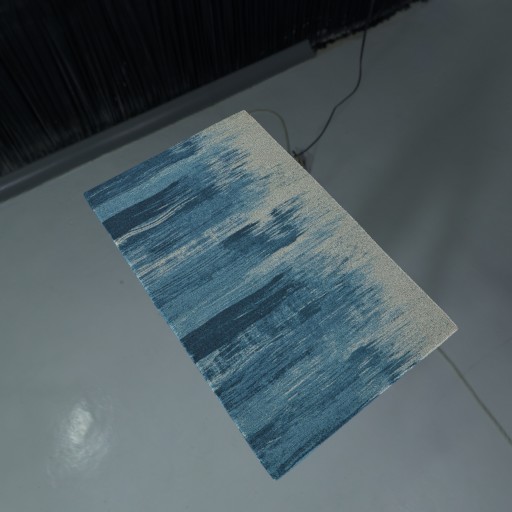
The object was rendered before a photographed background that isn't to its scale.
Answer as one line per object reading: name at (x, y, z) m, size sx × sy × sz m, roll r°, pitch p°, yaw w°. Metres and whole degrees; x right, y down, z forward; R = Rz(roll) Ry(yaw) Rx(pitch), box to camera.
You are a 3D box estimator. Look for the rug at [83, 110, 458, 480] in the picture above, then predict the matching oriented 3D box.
rug at (0.000, 0.000, 3.150) m, size 1.540 × 0.027 × 2.450 m, roll -33°, pitch 67°, yaw -16°
